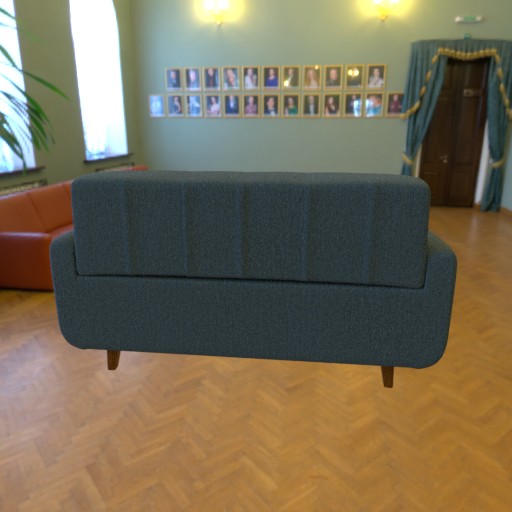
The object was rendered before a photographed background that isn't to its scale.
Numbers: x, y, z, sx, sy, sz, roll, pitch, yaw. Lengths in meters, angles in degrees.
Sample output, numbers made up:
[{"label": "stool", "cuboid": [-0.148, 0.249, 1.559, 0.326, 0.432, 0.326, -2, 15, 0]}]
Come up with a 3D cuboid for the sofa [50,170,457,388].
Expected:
[{"label": "sofa", "cuboid": [0.000, 0.000, 2.235, 1.651, 0.896, 0.942, 2, 16, 6]}]
